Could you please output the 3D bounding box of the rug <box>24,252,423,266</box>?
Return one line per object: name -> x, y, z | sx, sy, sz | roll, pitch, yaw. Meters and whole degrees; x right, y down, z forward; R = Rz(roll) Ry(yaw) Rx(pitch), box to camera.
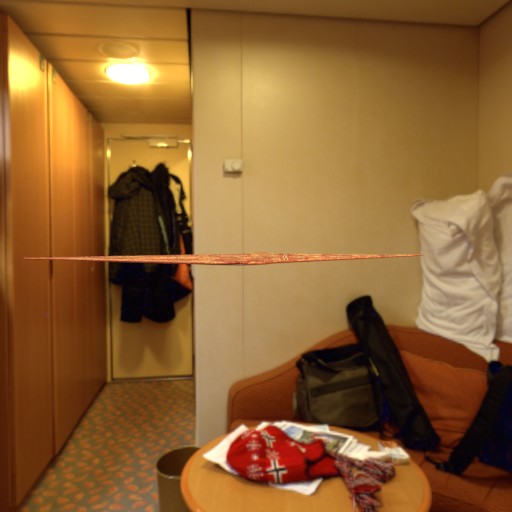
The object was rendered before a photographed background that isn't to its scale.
rug -> 0.000, 0.000, 2.915 | 1.521, 0.026, 2.286 | 1, 1, 36
